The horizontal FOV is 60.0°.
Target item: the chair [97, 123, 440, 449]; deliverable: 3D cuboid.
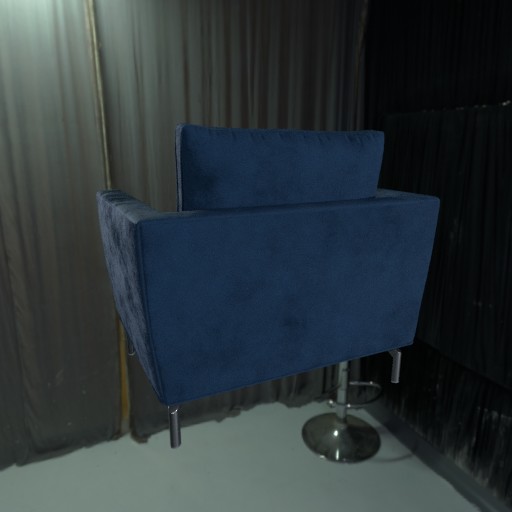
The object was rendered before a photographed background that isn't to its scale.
[{"bbox_3d":[0.000,0.000,1.592,0.977,0.893,0.746,-7,16,-25],"label":"chair"}]
